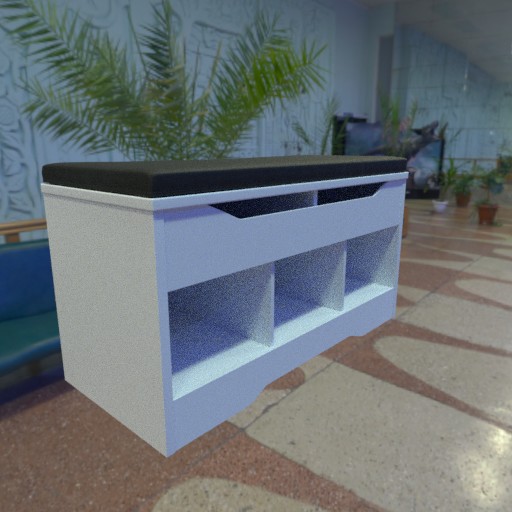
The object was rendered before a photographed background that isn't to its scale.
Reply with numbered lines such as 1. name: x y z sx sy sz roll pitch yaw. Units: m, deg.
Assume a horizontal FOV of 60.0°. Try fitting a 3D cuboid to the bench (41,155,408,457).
1. bench: 0.000 0.000 1.164 0.401 0.500 0.899 13 19 41
